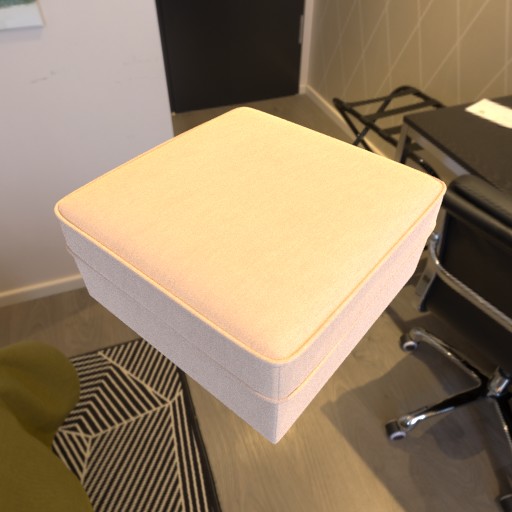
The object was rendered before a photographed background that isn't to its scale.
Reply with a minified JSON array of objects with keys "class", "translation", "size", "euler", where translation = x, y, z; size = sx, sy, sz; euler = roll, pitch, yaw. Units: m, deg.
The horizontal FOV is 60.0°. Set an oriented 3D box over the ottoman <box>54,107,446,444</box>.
[{"class":"ottoman","translation":[0.000,0.000,1.044],"size":[0.613,0.438,0.616],"euler":[30,51,28]}]
